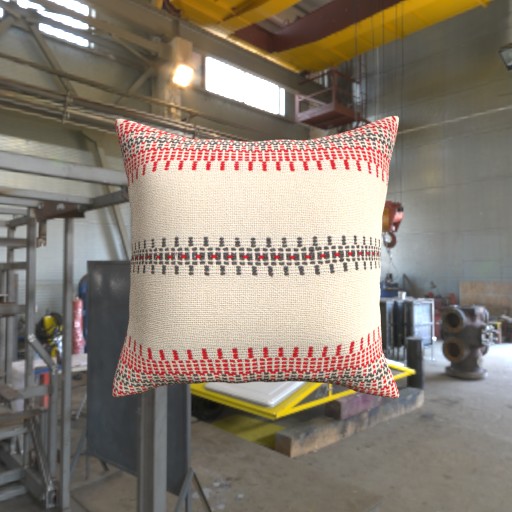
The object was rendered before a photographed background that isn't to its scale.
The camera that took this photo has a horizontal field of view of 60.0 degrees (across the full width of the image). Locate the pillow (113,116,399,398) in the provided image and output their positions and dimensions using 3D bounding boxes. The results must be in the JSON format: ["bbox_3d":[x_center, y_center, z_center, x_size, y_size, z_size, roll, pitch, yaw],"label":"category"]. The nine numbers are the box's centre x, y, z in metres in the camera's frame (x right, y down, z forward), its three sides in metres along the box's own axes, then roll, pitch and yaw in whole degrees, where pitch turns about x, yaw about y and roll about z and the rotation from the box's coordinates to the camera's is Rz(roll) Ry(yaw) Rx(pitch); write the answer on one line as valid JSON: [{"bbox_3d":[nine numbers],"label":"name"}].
[{"bbox_3d":[0.000,0.000,0.712,0.463,0.454,0.160,0,-2,1],"label":"pillow"}]
